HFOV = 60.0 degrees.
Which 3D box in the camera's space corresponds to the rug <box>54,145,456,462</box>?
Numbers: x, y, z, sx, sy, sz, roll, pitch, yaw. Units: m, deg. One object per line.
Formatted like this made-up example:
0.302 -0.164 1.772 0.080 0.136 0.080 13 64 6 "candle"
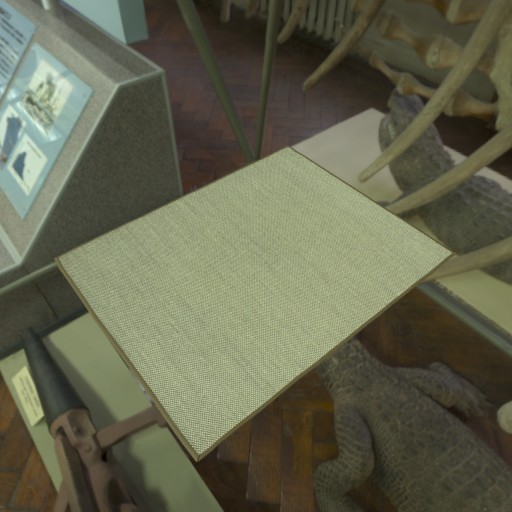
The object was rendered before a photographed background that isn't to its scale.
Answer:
0.000 0.000 4.237 3.041 0.020 2.413 -31 54 -26 "rug"
